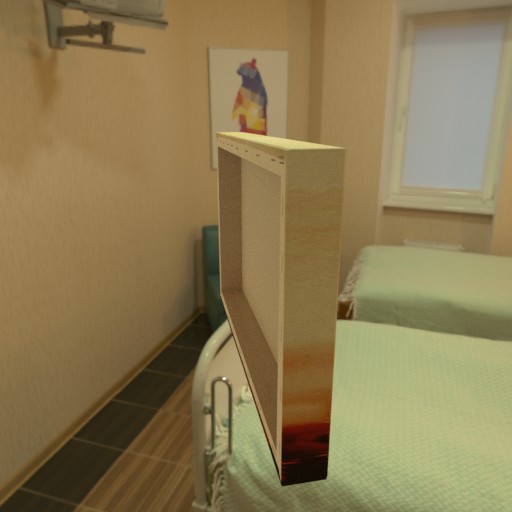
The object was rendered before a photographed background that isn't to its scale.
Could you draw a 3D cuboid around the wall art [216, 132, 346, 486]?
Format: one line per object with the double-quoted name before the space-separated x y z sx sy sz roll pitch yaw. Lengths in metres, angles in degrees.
"wall art" 0.000 0.000 0.483 0.037 0.251 0.383 -3 17 -11
